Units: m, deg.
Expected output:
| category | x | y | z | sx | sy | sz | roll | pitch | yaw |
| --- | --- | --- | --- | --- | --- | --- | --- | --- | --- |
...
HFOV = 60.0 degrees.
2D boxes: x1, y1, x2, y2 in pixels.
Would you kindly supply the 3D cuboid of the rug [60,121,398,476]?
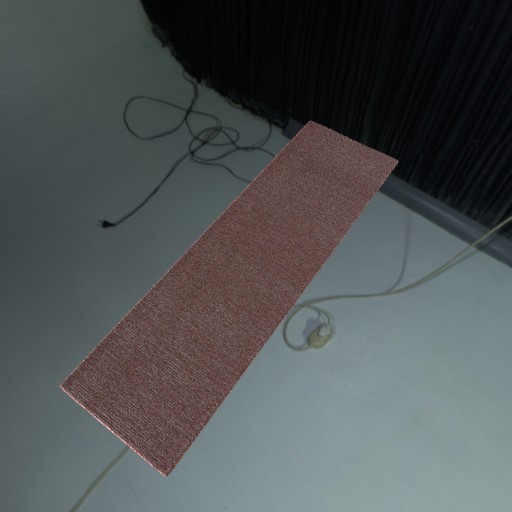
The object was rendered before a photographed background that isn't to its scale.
| category | x | y | z | sx | sy | sz | roll | pitch | yaw |
| --- | --- | --- | --- | --- | --- | --- | --- | --- | --- |
| rug | 0.000 | 0.000 | 2.529 | 0.687 | 0.012 | 2.307 | 31 | 62 | 18 |
